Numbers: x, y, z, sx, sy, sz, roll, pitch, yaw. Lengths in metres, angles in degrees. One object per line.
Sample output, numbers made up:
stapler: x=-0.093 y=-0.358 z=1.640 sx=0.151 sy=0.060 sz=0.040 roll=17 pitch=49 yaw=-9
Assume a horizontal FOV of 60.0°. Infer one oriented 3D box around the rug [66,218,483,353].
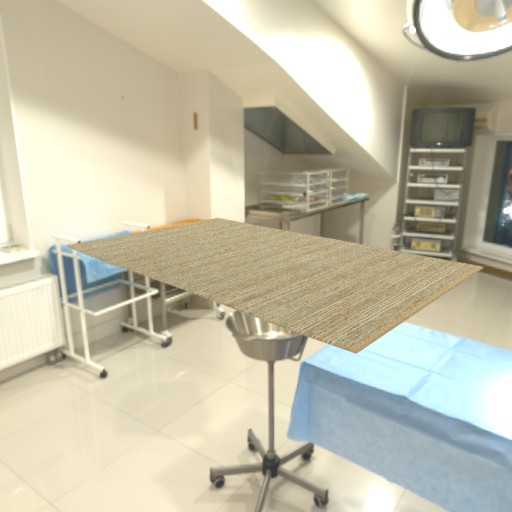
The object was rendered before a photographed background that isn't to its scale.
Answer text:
rug: x=0.000 y=0.000 z=3.022 sx=2.448 sy=0.012 sz=1.540 roll=14 pitch=21 yaw=41
